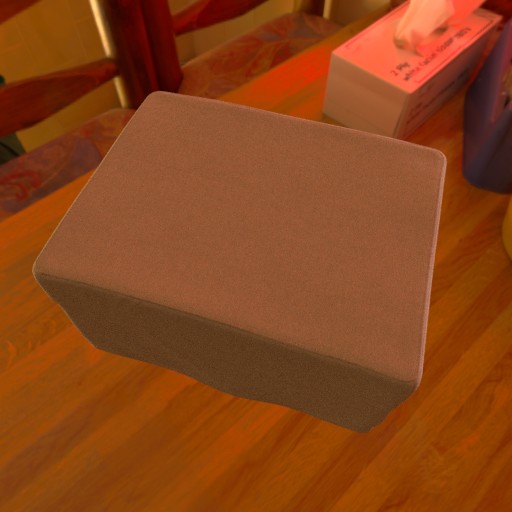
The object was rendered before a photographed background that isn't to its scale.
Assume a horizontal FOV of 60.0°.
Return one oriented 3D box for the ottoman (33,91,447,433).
[{"bbox_3d":[0.000,0.000,1.204,0.833,0.461,0.648,15,59,9],"label":"ottoman"}]
